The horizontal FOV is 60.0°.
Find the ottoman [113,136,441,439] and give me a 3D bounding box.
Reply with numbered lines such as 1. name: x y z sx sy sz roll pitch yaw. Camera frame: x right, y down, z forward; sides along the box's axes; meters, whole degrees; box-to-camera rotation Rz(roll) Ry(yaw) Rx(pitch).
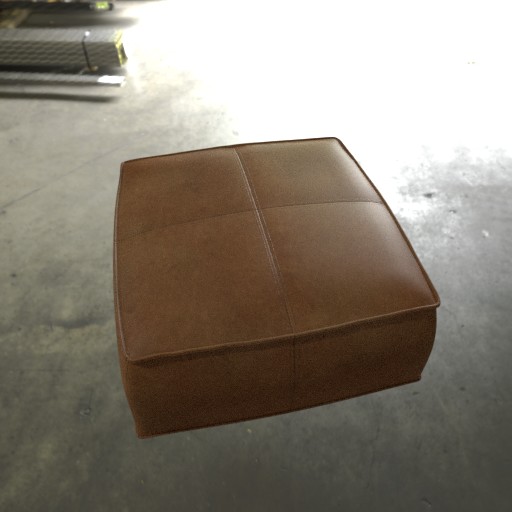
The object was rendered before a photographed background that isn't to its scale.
1. ottoman: 0.000 0.000 1.428 0.901 0.395 0.902 -9 47 -8
